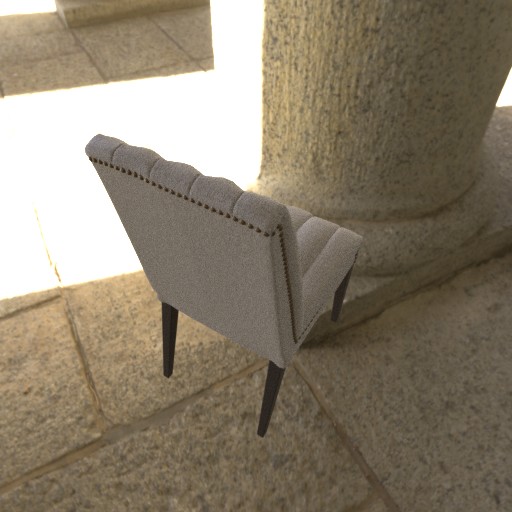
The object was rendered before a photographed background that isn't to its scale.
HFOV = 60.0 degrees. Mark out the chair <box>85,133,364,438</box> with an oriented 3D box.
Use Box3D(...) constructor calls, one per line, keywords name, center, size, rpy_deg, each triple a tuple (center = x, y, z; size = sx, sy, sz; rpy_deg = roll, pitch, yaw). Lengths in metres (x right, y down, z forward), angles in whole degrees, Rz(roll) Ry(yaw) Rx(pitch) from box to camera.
Box3D(name="chair", center=(0.000, 0.000, 1.400), size=(0.511, 1.016, 0.647), rpy_deg=(25, 51, 22))
